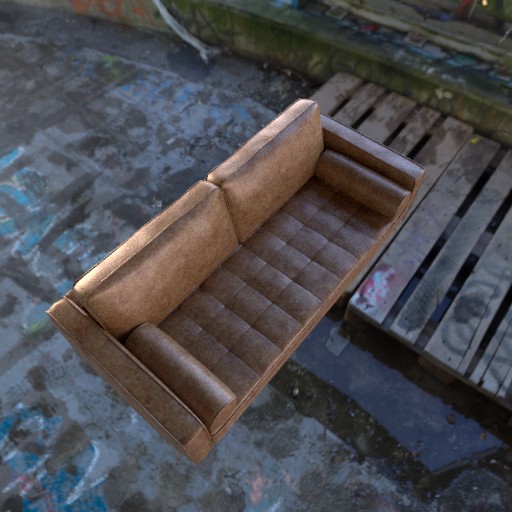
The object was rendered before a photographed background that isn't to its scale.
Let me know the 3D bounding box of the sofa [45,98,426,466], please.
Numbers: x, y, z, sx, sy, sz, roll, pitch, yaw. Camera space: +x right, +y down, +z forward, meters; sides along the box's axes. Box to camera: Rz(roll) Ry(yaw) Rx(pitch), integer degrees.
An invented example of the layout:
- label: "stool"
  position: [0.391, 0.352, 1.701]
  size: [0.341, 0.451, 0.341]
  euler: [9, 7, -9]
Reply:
- label: "sofa"
  position: [0.000, 0.000, 2.389]
  size: [0.924, 0.825, 1.920]
  euler: [35, 64, 20]
